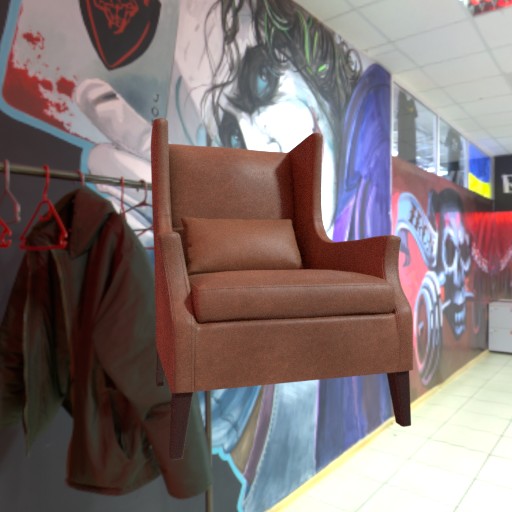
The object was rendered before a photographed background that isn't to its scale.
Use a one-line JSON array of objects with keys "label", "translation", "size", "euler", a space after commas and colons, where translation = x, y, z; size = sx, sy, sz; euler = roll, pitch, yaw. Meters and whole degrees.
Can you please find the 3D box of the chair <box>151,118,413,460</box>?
[{"label": "chair", "translation": [0.000, 0.000, 1.701], "size": [0.815, 1.088, 0.913], "euler": [0, 0, -18]}]
